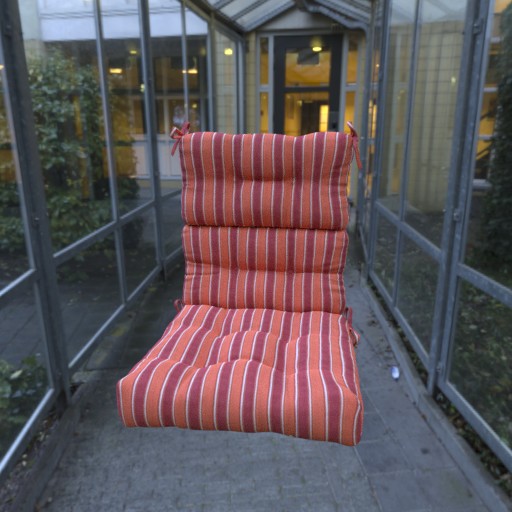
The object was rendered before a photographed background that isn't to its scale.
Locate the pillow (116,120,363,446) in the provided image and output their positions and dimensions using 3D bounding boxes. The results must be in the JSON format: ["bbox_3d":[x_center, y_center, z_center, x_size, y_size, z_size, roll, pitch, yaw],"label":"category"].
[{"bbox_3d":[0.000,0.000,1.025,0.519,0.605,0.571,2,16,8],"label":"pillow"}]
